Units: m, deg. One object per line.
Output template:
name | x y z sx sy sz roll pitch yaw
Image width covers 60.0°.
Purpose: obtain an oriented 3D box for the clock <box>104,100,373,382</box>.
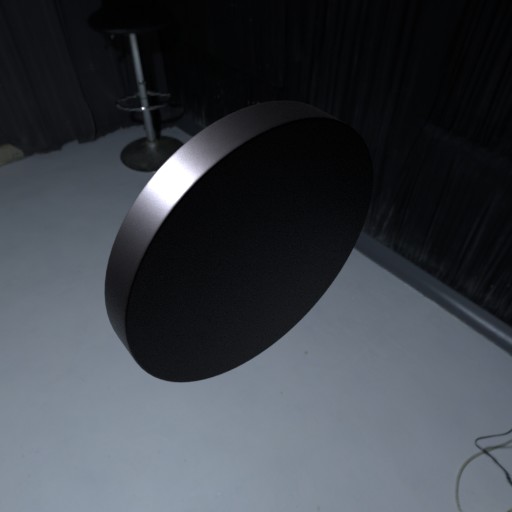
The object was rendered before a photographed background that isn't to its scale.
clock | 0.000 0.000 0.463 0.314 0.314 0.040 -30 53 -26
